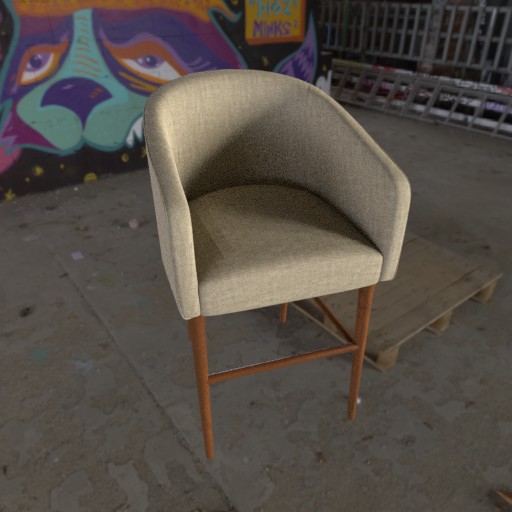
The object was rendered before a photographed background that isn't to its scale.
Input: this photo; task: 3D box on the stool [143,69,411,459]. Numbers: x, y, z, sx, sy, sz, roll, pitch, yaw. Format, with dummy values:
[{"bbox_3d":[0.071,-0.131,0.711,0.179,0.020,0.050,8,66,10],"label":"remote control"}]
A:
[{"bbox_3d":[0.000,0.000,1.323,0.559,0.952,0.635,-9,32,-15],"label":"stool"}]
